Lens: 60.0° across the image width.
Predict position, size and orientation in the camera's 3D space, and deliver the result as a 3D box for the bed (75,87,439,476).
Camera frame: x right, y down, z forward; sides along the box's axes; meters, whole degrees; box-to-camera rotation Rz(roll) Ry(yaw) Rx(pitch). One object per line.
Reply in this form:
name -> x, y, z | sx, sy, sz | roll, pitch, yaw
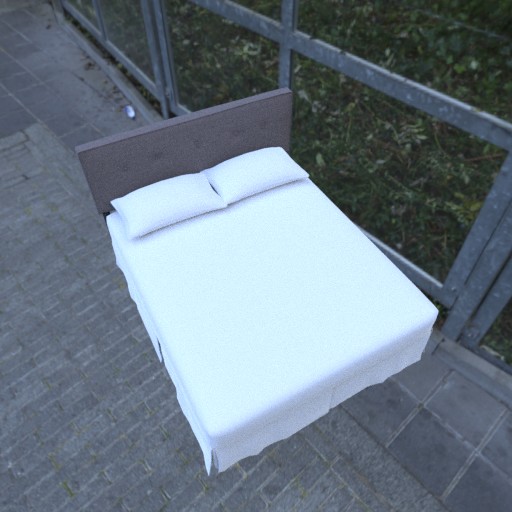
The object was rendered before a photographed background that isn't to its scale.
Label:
bed -> 0.000, 0.000, 2.885 | 1.610, 1.089, 1.894 | -22, 52, -19
